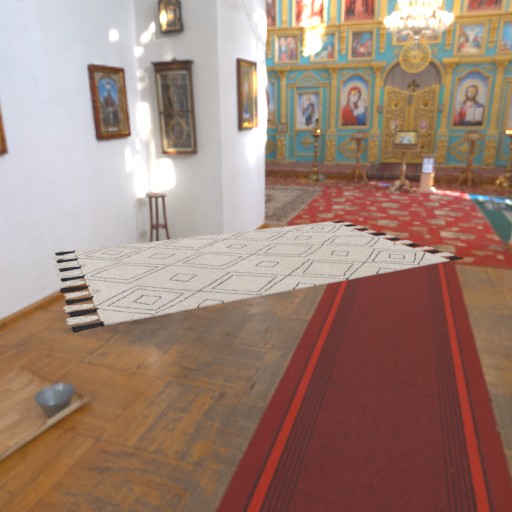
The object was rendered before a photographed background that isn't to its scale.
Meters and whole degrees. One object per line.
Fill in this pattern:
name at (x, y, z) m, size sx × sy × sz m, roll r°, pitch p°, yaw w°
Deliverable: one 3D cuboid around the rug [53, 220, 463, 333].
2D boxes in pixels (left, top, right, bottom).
rug at (0.000, 0.000, 3.349) m, size 2.755 × 0.021 × 1.524 m, roll -8°, pitch 18°, yaw -25°
